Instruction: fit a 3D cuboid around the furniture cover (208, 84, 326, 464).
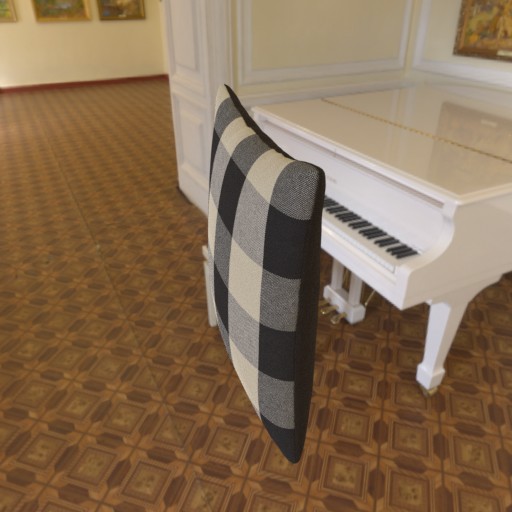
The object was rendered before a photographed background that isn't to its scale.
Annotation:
[{"bbox_3d":[0.000,0.000,0.807,0.161,0.509,0.511,-8,32,-13],"label":"furniture cover"}]
